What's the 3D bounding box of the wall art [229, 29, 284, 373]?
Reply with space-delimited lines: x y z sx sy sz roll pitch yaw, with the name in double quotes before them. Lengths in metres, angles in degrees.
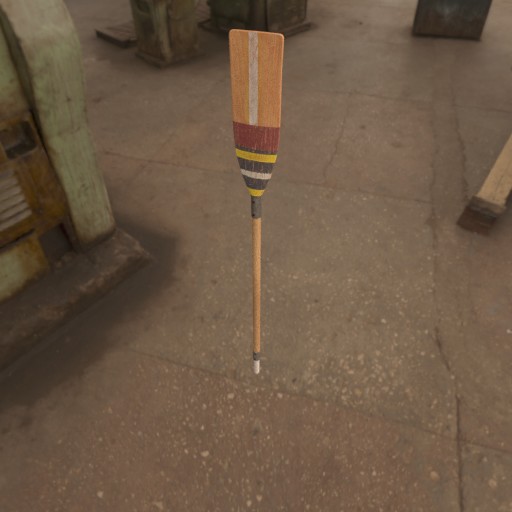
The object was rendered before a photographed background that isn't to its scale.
"wall art" 0.000 0.000 1.655 0.146 1.556 0.038 13 45 14
